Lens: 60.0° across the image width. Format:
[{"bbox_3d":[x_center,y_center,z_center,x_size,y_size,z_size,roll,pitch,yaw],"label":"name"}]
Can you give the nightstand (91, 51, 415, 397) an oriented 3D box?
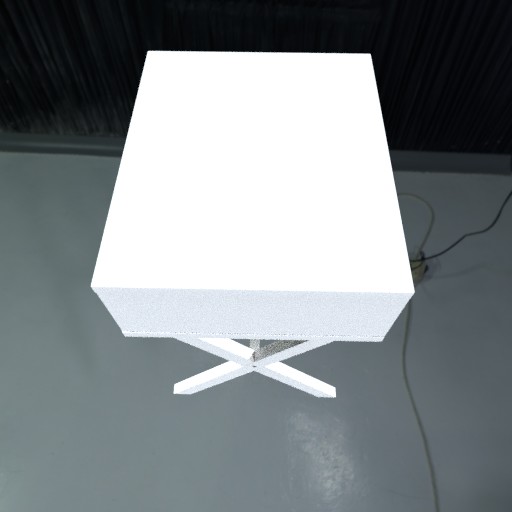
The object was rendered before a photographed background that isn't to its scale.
[{"bbox_3d":[0.000,0.000,0.938,0.402,0.623,0.479,1,58,1],"label":"nightstand"}]
